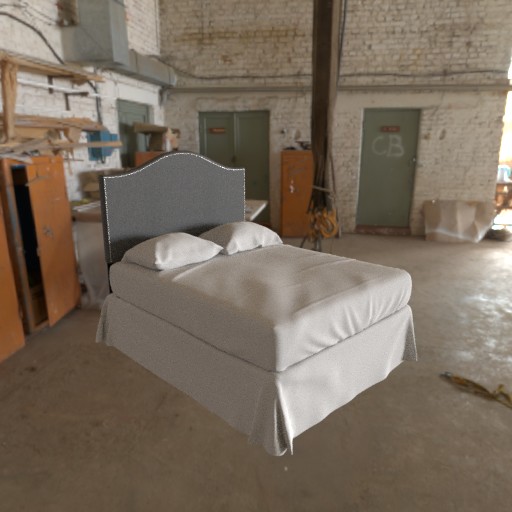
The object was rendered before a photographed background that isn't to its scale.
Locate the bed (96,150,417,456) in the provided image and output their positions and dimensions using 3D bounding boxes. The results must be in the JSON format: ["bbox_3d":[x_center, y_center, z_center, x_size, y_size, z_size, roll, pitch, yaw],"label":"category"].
[{"bbox_3d":[0.000,0.000,3.606,1.876,1.645,2.221,-14,20,-43],"label":"bed"}]
